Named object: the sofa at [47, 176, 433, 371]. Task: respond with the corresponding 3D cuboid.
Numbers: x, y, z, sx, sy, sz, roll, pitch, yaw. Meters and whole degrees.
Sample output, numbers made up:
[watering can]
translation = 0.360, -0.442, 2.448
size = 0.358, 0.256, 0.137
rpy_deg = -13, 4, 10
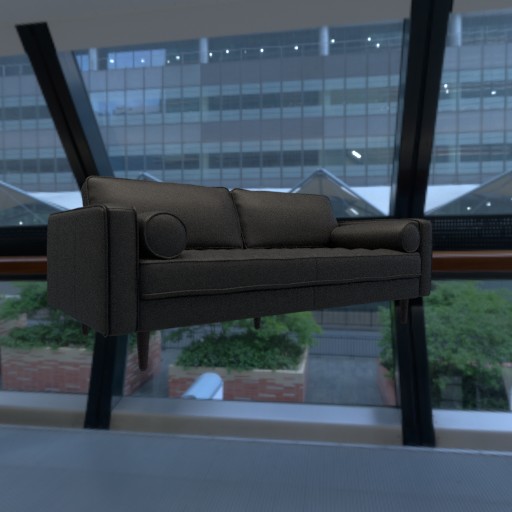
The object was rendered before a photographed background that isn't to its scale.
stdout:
[sofa]
translation = 0.000, 0.000, 2.323
size = 1.879, 0.770, 0.921
rpy_deg = -1, 2, -36
